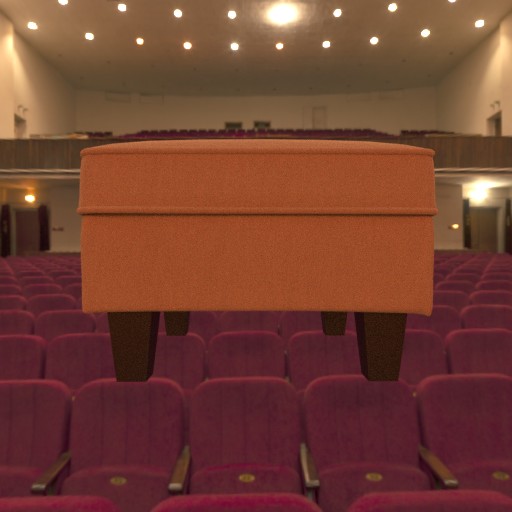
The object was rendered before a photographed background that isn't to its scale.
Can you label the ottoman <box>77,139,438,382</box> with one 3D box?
[{"bbox_3d":[0.000,0.000,1.020,0.616,0.438,0.613,0,0,-1],"label":"ottoman"}]
